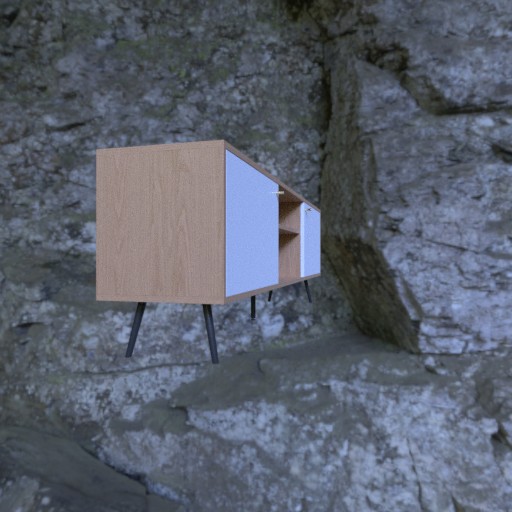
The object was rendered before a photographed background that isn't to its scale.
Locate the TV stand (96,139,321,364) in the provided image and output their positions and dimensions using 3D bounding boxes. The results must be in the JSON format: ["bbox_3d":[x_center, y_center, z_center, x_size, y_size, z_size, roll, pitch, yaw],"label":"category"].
[{"bbox_3d":[0.000,0.000,2.000,0.400,0.580,1.760,0,0,16],"label":"TV stand"}]
